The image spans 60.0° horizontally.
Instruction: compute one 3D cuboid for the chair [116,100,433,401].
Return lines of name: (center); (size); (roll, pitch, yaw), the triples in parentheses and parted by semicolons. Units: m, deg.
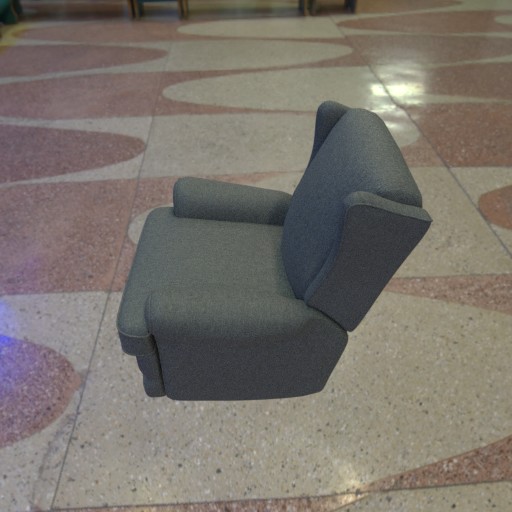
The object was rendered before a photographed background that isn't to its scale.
chair: (0.000, 0.000, 1.728); (0.969, 1.011, 0.847); (0, 41, 0)
